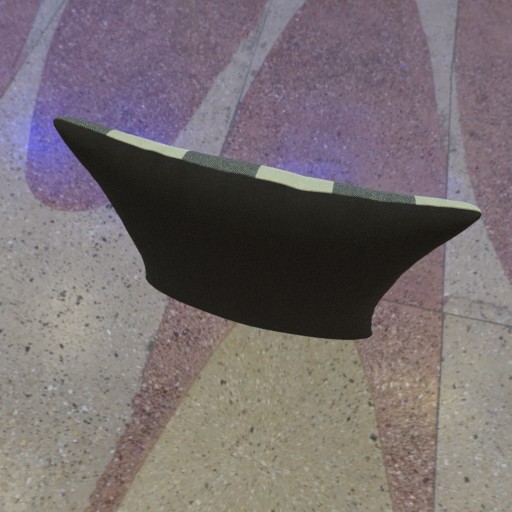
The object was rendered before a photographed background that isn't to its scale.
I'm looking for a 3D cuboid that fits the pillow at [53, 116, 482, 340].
[{"bbox_3d":[0.000,0.000,0.738,0.511,0.509,0.161,14,66,6],"label":"pillow"}]
